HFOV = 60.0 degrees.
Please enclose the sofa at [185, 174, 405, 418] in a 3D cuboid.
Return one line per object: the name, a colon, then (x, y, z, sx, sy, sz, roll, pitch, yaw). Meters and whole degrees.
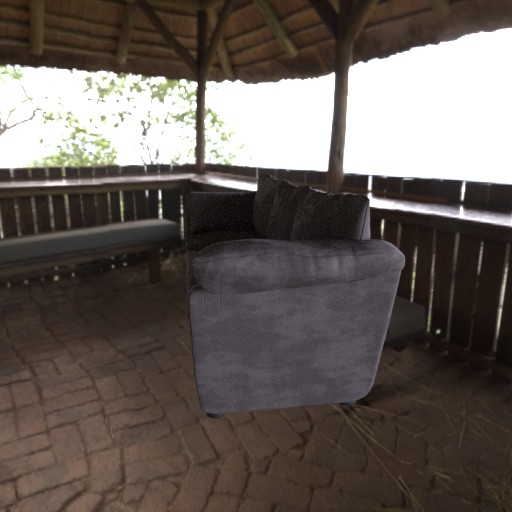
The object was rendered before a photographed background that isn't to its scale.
sofa: (0.000, 0.000, 2.824, 0.893, 0.981, 2.377, -2, 14, -9)
